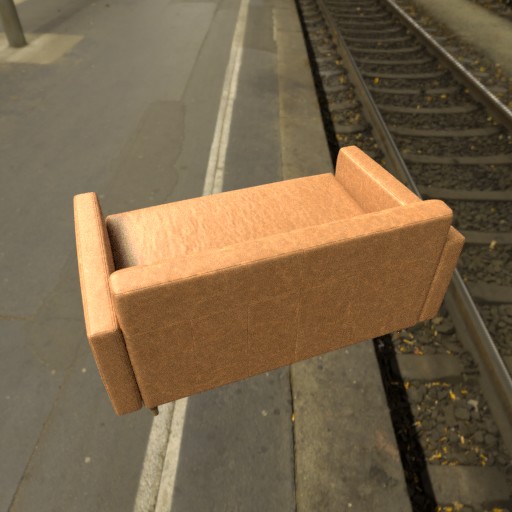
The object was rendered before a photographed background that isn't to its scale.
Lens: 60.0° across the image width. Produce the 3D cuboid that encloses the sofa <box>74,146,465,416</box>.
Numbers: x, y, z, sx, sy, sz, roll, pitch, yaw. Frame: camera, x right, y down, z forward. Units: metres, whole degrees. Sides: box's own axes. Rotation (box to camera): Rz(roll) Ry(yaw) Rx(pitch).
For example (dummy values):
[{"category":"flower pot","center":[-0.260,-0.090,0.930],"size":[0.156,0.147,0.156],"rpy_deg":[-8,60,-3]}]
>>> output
[{"category":"sofa","center":[0.000,0.000,2.131],"size":[1.549,0.820,0.960],"rpy_deg":[-13,42,-15]}]
